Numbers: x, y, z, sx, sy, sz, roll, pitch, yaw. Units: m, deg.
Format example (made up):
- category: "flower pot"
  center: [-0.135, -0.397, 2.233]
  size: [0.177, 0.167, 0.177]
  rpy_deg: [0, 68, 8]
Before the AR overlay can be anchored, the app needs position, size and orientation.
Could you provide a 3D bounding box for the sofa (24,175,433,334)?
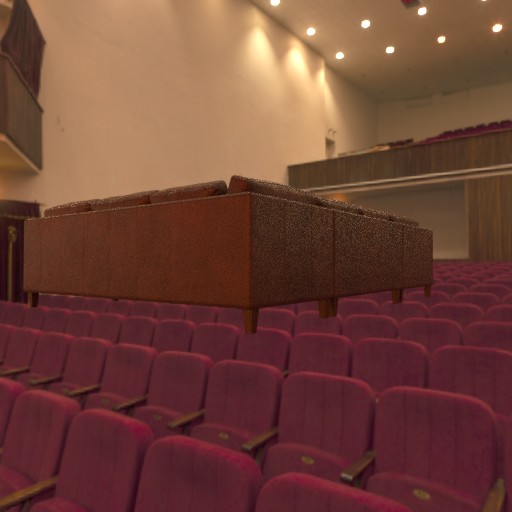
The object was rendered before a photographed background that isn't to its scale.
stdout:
- category: "sofa"
  center: [0.000, 0.000, 4.349]
  size: [2.452, 0.891, 3.324]
  rpy_deg: [-1, -1, 37]
